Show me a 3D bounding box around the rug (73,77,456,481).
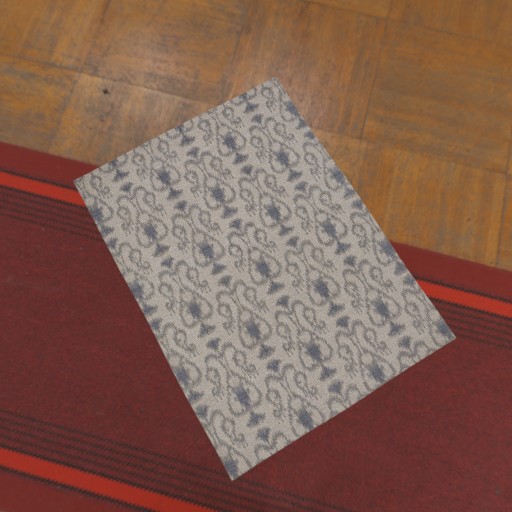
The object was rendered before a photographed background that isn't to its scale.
[{"bbox_3d":[0.000,0.000,2.996,1.676,0.013,2.261,-30,78,-7],"label":"rug"}]
